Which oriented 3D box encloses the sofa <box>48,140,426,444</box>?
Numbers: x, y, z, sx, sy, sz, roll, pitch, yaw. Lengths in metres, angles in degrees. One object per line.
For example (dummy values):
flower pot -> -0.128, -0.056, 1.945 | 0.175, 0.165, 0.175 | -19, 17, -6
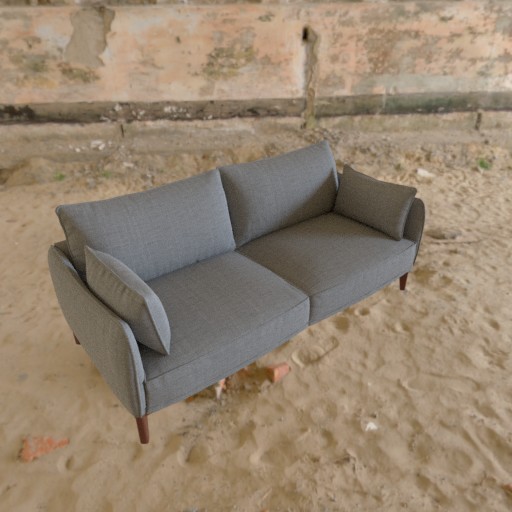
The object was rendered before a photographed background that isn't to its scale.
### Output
sofa -> 0.000, 0.000, 2.497 | 1.989, 0.851, 0.972 | -22, 37, -32
